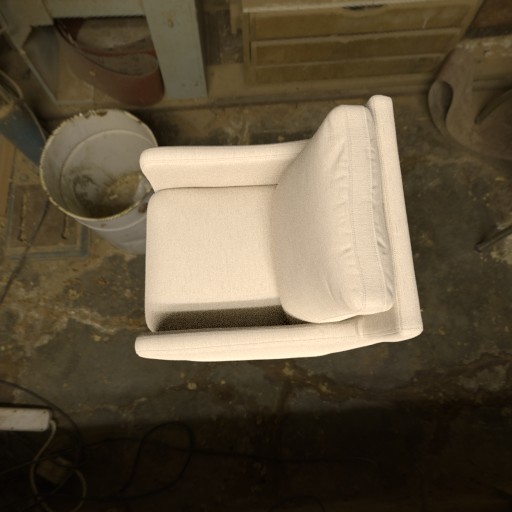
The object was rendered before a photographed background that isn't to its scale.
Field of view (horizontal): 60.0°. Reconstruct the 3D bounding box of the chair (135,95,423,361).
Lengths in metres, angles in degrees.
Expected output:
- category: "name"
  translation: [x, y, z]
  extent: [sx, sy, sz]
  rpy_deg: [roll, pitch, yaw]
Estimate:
- category: "chair"
  translation: [0.000, 0.000, 1.390]
  extent: [0.694, 0.914, 0.626]
  rpy_deg: [-2, 75, -1]
